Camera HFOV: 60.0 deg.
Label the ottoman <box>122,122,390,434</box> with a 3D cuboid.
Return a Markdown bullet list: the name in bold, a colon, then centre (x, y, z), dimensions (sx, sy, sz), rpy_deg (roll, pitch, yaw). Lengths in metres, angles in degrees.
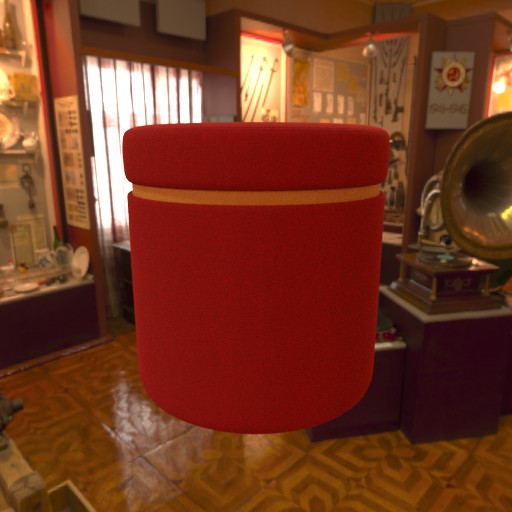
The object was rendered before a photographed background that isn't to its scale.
- **ottoman**: centre (0.000, 0.000, 0.730), dimensions (0.400, 0.406, 0.400), rpy_deg (0, 14, 0)
